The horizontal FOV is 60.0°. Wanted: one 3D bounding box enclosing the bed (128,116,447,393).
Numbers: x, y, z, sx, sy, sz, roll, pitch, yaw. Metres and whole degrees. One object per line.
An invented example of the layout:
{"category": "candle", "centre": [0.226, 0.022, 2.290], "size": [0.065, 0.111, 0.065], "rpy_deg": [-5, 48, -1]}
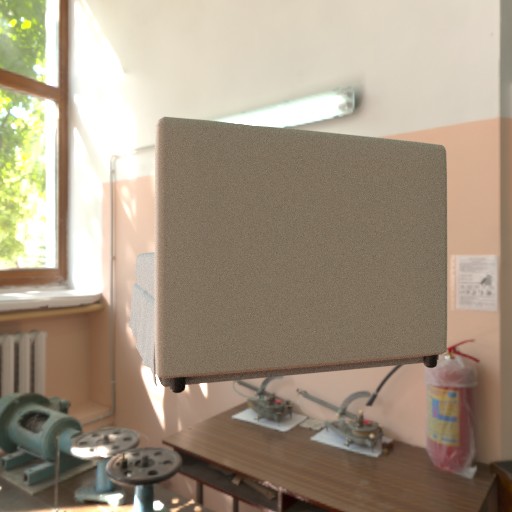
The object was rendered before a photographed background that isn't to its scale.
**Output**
{"category": "bed", "centre": [0.000, 0.000, 3.336], "size": [1.748, 1.330, 2.142], "rpy_deg": [0, 0, -19]}
